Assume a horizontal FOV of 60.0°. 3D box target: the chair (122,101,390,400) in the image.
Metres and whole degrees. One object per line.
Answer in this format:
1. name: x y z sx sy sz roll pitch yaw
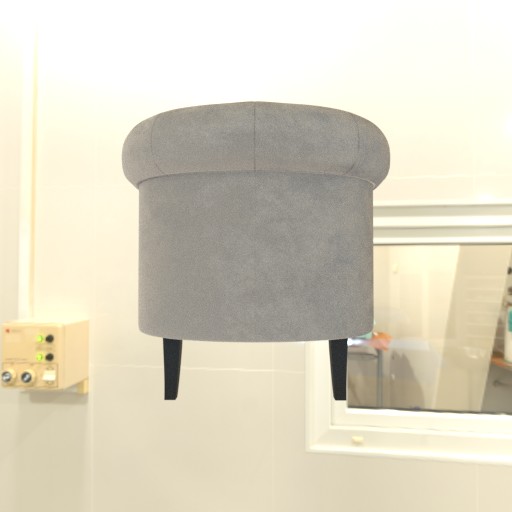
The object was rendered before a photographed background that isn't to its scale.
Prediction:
1. chair: 0.000 0.000 1.540 0.904 0.826 0.851 0 -1 1
